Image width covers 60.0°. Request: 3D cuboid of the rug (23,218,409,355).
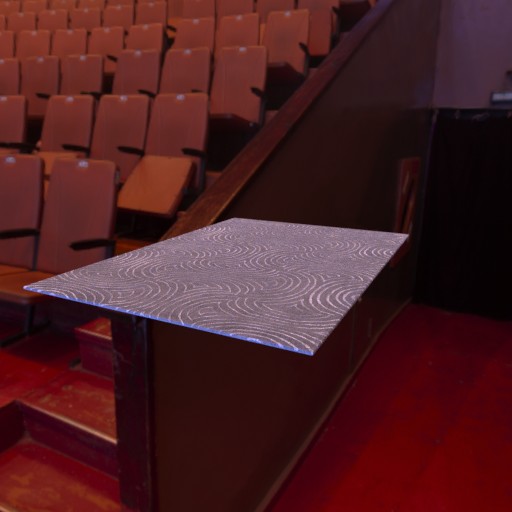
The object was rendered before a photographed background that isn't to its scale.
[{"bbox_3d":[0.000,0.000,2.817,1.543,0.015,2.144,8,17,26],"label":"rug"}]
